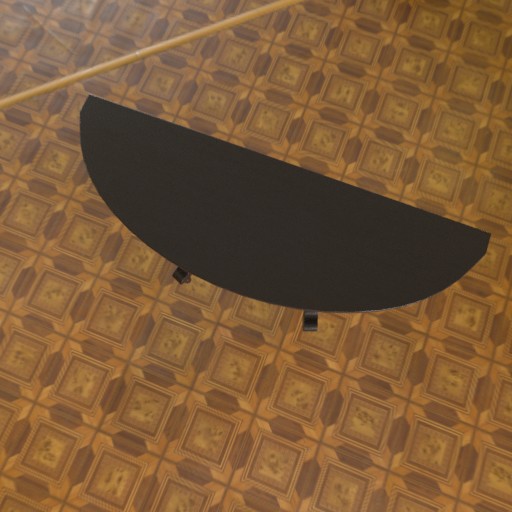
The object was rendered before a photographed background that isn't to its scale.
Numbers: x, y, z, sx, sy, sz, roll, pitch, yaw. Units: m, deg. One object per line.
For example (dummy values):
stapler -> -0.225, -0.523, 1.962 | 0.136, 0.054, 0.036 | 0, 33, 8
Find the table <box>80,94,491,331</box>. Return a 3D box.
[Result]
table -> 0.000, 0.000, 1.526 | 1.198, 0.692, 0.394 | 20, 76, 5
